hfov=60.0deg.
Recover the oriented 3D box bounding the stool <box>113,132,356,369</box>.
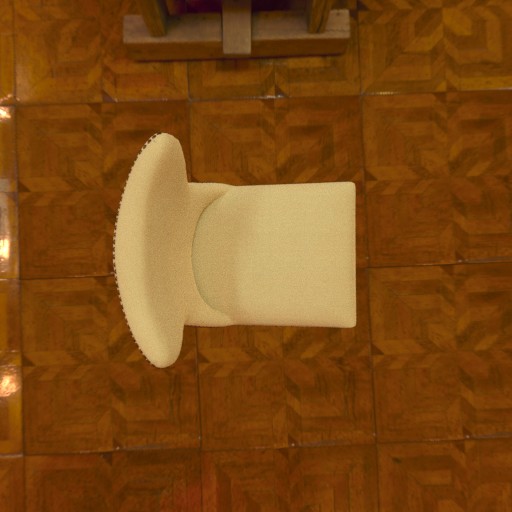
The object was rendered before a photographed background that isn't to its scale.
[{"bbox_3d":[0.000,0.000,1.451,0.606,1.123,0.494,0,89,0],"label":"stool"}]
